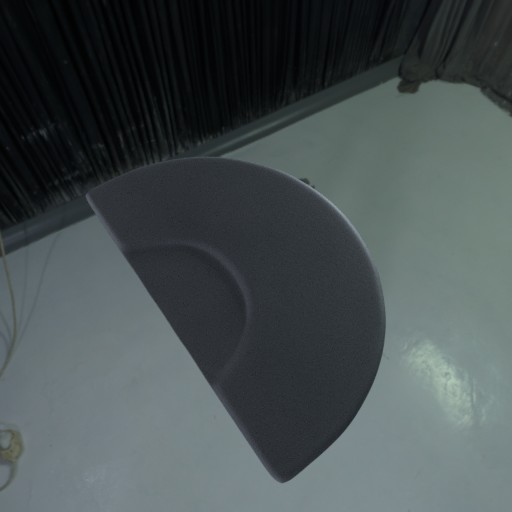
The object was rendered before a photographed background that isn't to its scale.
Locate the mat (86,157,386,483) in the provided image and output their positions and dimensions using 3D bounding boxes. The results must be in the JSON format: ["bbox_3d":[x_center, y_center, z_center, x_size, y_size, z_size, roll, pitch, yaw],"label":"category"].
[{"bbox_3d":[0.000,0.000,1.896,0.917,0.016,1.525,-31,63,-18],"label":"mat"}]
